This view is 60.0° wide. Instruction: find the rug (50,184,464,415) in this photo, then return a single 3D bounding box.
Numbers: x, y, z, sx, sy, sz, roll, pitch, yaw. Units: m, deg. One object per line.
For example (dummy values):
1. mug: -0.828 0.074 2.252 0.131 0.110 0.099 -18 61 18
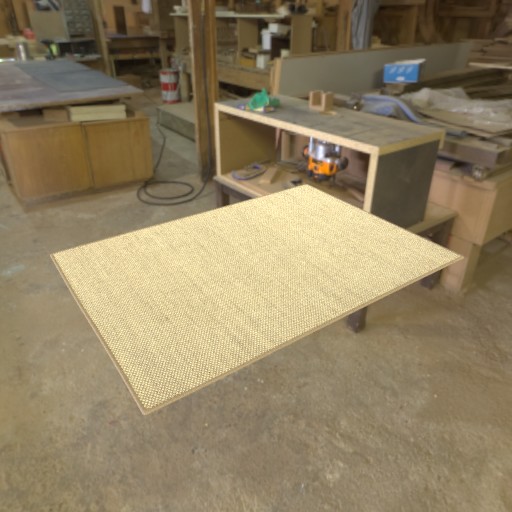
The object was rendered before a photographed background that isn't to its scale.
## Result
1. rug: 0.000 0.000 2.768 2.115 0.013 1.517 -19 36 -29
